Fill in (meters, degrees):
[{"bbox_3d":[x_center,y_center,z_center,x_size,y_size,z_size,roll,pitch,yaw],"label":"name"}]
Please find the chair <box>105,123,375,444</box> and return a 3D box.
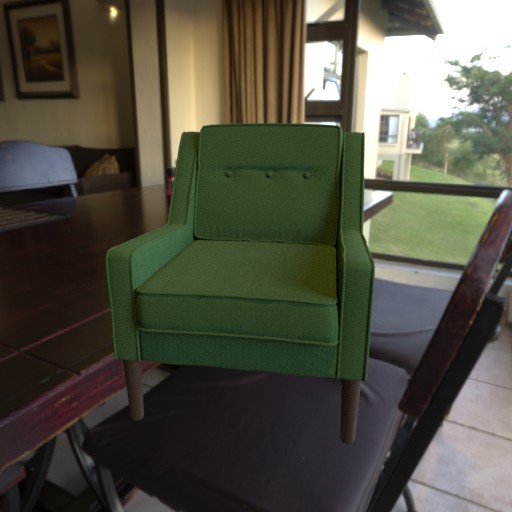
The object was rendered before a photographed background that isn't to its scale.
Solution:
[{"bbox_3d":[0.000,0.000,1.381,0.663,0.792,0.743,3,17,9],"label":"chair"}]
